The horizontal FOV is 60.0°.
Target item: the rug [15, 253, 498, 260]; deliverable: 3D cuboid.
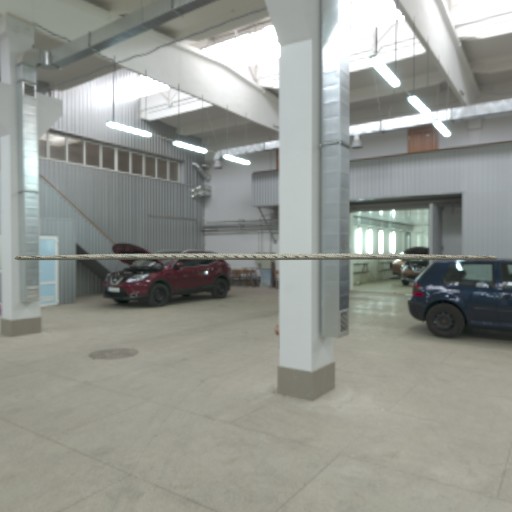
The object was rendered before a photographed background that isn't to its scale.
[{"bbox_3d":[0.000,0.000,2.960,2.406,0.023,1.539,0,1,-1],"label":"rug"}]
